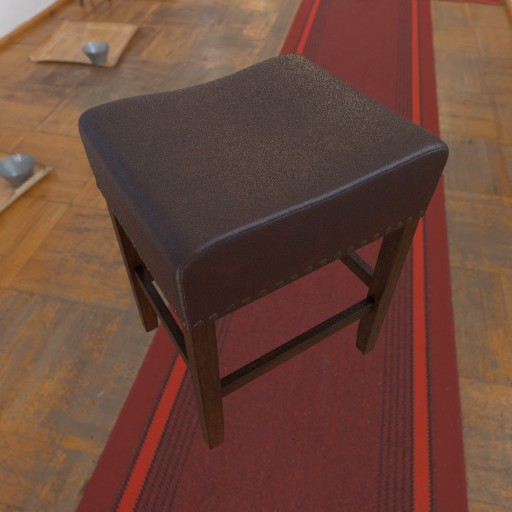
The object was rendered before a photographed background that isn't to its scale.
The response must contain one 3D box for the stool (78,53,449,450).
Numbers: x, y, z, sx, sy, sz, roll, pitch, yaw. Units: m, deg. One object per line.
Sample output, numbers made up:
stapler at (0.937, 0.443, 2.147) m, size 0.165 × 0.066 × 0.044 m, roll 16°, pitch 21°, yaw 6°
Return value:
stool at (0.000, 0.000, 0.908) m, size 0.465 × 0.608 × 0.397 m, roll -25°, pitch 52°, yaw -21°
